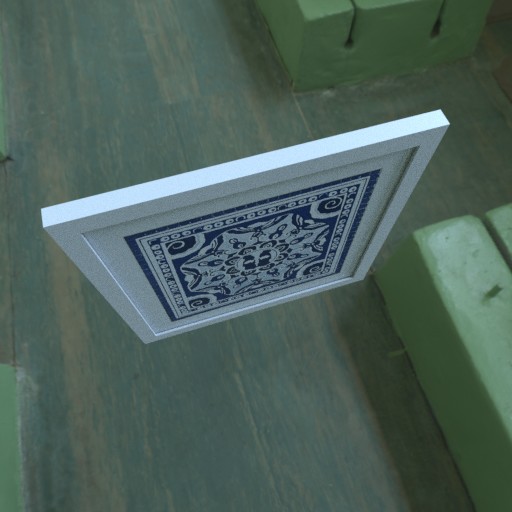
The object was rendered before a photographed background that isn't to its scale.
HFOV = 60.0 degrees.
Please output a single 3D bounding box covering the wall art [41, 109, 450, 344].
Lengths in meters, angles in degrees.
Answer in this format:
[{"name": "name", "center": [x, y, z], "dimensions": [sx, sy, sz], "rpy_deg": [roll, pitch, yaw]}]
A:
[{"name": "wall art", "center": [0.000, 0.000, 0.840], "dimensions": [0.559, 0.559, 0.028], "rpy_deg": [-16, 65, -7]}]
